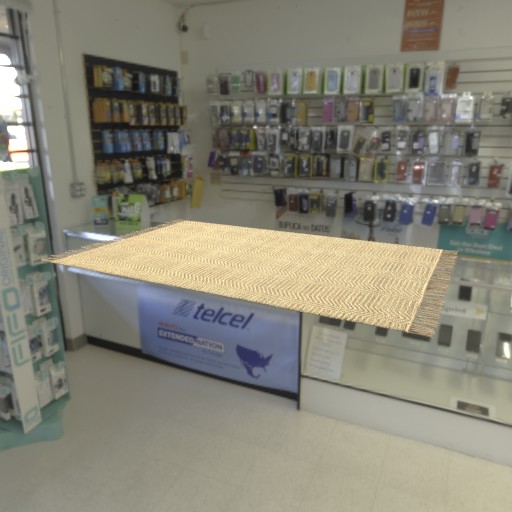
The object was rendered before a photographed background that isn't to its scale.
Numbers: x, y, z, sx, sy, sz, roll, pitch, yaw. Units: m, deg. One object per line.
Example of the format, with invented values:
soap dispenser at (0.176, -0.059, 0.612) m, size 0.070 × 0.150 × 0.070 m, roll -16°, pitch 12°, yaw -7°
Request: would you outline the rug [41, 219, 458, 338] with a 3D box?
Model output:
rug at (0.000, 0.000, 3.097) m, size 2.523 × 0.034 × 1.528 m, roll 8°, pitch 18°, yaw 26°
